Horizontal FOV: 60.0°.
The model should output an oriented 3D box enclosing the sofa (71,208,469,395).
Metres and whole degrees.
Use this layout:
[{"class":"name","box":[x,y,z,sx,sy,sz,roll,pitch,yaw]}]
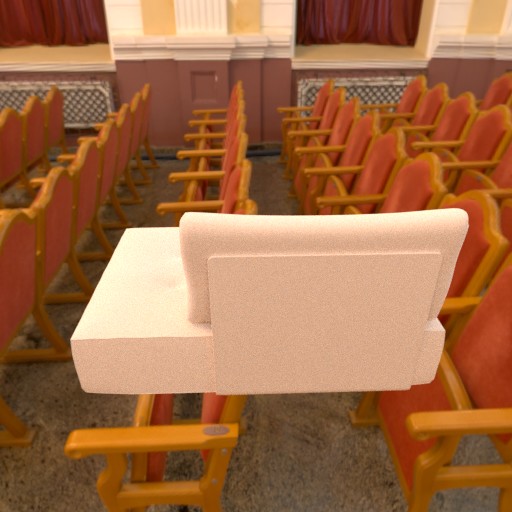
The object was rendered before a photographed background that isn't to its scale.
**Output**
[{"class":"sofa","box":[0.000,0.000,2.070,1.450,0.820,1.000,-1,29,-2]}]
